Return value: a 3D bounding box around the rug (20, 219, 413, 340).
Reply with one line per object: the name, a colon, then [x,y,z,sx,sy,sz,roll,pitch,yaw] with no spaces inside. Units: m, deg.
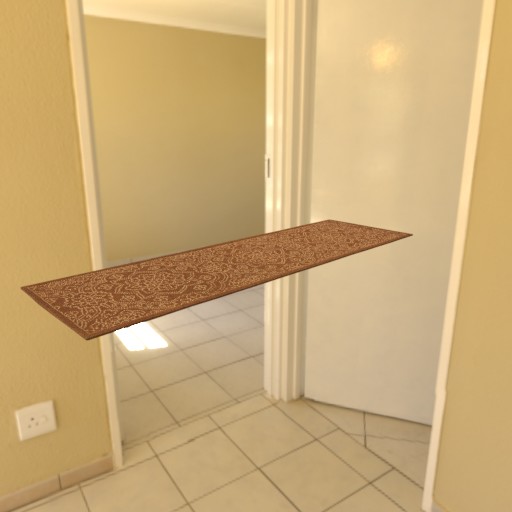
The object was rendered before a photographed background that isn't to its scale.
rug: [0.000,0.000,2.694,2.448,0.012,0.769,-15,22,-41]
